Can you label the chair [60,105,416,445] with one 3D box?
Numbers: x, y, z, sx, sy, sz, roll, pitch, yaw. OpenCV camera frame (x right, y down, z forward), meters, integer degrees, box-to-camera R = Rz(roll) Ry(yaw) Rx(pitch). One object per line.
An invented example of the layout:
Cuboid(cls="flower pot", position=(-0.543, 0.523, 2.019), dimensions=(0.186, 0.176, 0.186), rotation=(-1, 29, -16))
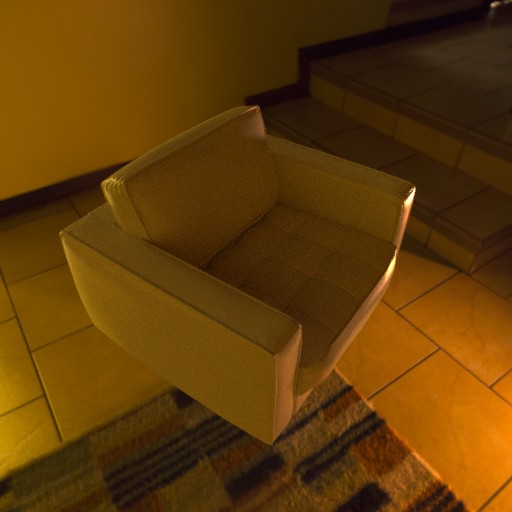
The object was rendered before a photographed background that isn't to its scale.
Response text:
Cuboid(cls="chair", position=(0.000, 0.000, 1.536), dimensions=(0.843, 0.773, 0.928), rotation=(25, 47, 26))
